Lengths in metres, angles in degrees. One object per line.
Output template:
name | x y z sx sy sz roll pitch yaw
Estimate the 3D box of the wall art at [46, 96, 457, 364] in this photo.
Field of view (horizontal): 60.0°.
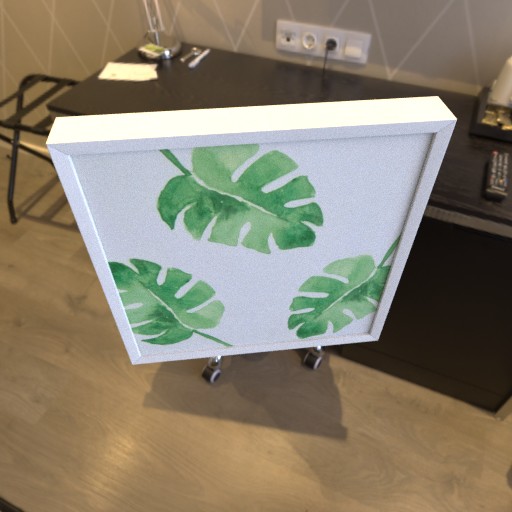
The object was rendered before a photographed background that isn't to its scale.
wall art | 0.000 0.000 0.449 0.305 0.305 0.038 -5 46 -4
